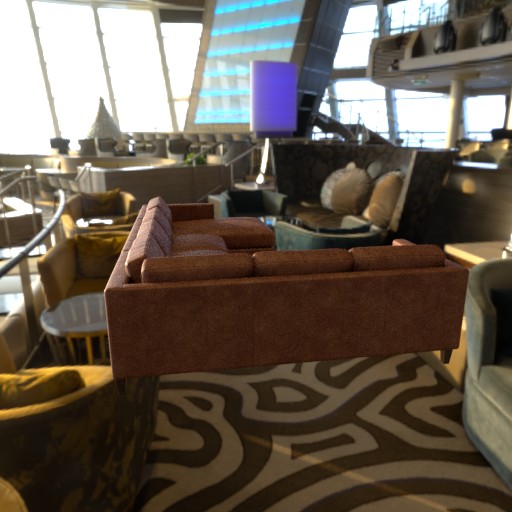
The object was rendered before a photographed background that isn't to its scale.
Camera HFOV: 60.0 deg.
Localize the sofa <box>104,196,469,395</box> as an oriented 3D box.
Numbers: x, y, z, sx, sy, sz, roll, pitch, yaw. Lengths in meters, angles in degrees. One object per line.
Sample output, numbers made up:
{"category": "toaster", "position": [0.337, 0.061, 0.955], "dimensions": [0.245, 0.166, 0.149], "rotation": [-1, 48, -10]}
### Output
{"category": "sofa", "position": [0.000, 0.000, 4.526], "dimensions": [2.452, 0.888, 3.324], "rotation": [-3, 16, -9]}
